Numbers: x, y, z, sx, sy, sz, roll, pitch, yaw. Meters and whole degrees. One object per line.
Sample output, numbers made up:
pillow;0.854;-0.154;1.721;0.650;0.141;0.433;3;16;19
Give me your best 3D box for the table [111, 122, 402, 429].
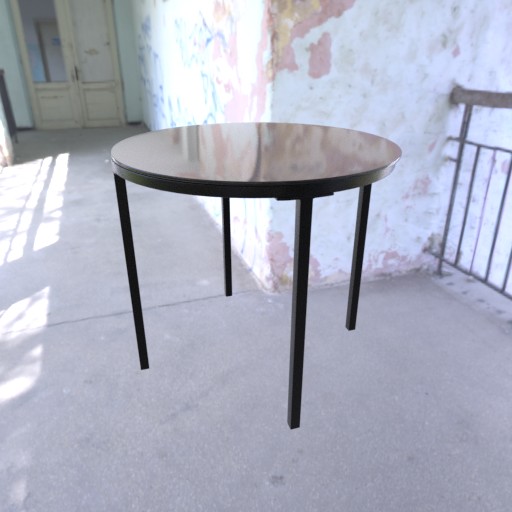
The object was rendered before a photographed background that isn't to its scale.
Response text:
table;0.000;0.000;0.885;0.499;0.443;0.499;0;25;0
